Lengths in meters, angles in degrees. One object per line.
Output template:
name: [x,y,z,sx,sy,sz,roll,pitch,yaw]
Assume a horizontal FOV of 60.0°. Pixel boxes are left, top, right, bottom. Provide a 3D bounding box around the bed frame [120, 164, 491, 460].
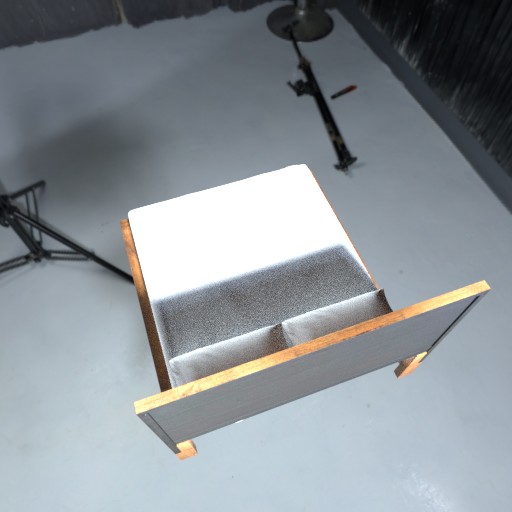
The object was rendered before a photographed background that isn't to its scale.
bed frame: [0.000,0.000,3.543,2.038,1.537,2.235,-17,59,-10]
